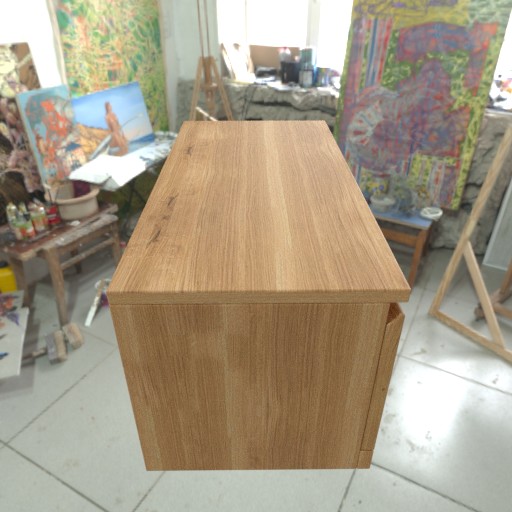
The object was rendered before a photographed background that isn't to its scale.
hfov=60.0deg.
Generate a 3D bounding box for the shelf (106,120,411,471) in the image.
[{"bbox_3d":[0.000,0.000,1.023,0.400,0.400,0.800,0,32,0],"label":"shelf"}]
